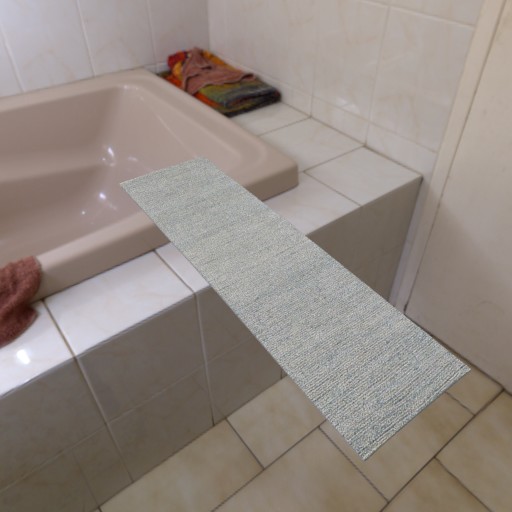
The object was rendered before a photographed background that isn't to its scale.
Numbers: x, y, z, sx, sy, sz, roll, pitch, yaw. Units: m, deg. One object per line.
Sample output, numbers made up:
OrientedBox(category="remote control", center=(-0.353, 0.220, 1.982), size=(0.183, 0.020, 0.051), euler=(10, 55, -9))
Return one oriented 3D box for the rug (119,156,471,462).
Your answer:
OrientedBox(category="rug", center=(0.000, 0.000, 2.505), size=(0.675, 0.037, 2.341), euler=(-25, 47, -26))
